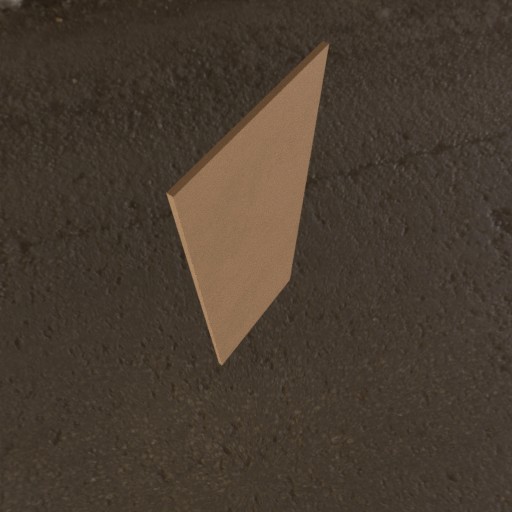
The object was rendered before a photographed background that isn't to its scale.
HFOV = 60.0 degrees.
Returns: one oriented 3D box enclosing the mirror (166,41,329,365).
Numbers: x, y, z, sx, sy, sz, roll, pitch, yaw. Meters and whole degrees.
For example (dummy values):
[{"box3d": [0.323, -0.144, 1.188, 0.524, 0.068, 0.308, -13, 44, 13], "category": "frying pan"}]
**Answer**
[{"box3d": [0.000, 0.000, 2.313, 0.026, 2.031, 0.812, 34, 68, 16], "category": "mirror"}]
